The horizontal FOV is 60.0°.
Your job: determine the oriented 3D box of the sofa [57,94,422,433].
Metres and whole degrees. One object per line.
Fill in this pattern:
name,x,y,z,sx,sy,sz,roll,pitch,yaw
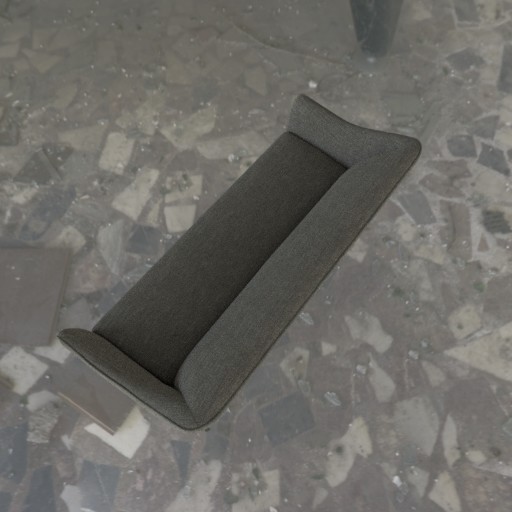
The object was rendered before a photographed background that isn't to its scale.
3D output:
sofa,0.000,0.000,2.403,0.867,0.829,1.928,35,68,16
